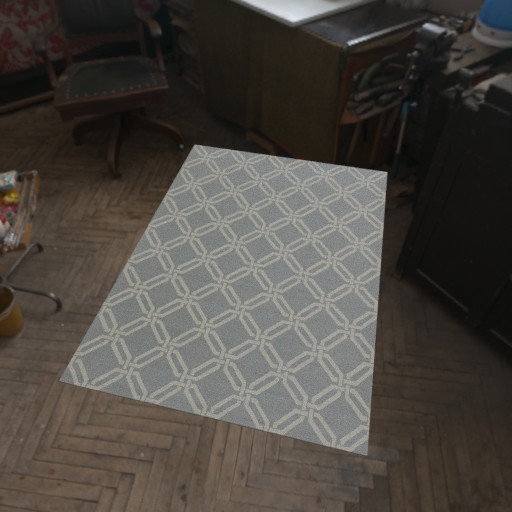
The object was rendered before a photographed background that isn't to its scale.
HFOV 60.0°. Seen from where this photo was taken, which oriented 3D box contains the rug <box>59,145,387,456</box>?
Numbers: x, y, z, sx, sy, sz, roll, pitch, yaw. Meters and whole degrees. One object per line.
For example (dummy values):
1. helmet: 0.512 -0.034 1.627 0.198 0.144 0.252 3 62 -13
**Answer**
1. rug: 0.000 0.000 4.438 2.438 0.013 3.353 10 49 9
